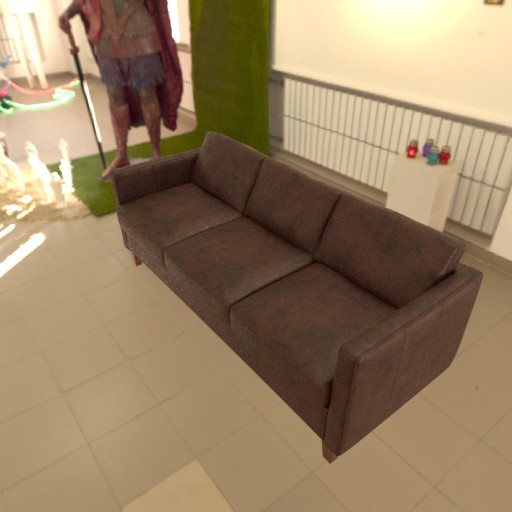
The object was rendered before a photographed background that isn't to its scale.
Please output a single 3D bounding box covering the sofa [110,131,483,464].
[{"bbox_3d":[0.000,0.000,2.937,1.045,1.006,2.464,-23,40,-31],"label":"sofa"}]
